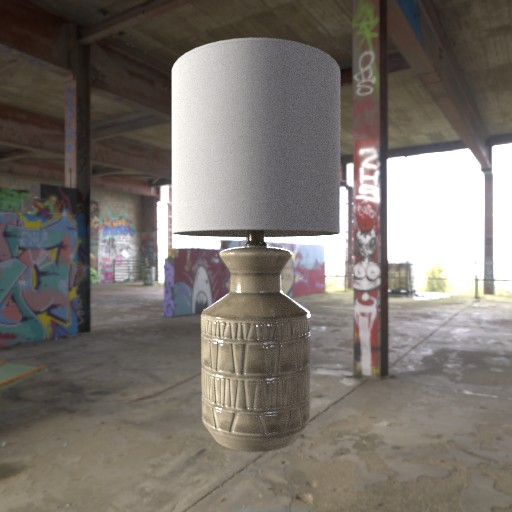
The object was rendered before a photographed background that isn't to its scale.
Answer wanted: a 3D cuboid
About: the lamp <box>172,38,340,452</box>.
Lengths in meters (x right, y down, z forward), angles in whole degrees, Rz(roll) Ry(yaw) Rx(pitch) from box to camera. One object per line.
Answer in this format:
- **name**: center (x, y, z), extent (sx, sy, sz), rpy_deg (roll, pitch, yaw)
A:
- **lamp**: center (0.000, 0.000, 0.566), extent (0.211, 0.455, 0.211), rpy_deg (0, 0, -37)
